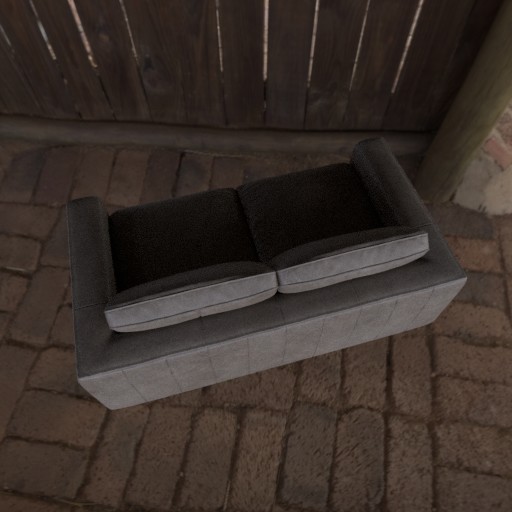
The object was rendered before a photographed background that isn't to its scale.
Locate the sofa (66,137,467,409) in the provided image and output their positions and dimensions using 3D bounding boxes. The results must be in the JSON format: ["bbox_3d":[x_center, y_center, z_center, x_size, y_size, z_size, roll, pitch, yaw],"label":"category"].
[{"bbox_3d":[0.000,0.000,2.462,1.920,0.800,1.070,-13,59,-8],"label":"sofa"}]
